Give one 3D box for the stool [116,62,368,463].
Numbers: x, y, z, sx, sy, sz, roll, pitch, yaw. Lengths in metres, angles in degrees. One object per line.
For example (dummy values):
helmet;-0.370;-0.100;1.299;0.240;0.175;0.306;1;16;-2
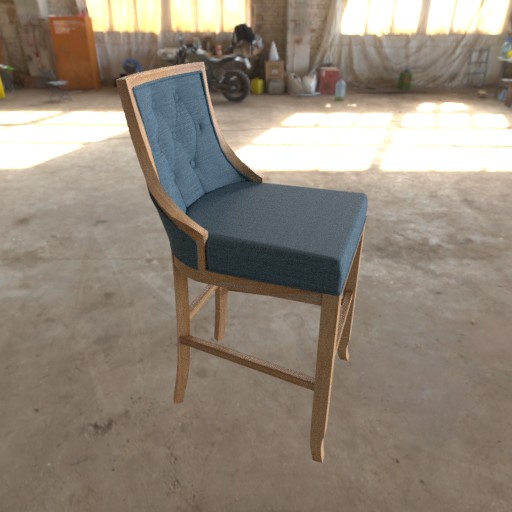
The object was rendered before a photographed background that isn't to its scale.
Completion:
stool;0.000;0.000;1.430;0.626;1.101;0.524;10;30;17
